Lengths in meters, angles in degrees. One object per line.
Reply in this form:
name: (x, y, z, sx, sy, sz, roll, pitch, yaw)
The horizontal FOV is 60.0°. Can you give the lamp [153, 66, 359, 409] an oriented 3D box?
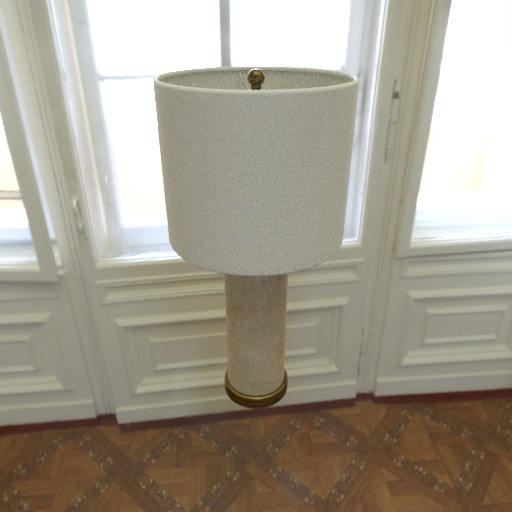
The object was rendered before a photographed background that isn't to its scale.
lamp: (0.000, 0.000, 0.811, 0.305, 0.634, 0.305, 21, 34, 33)
